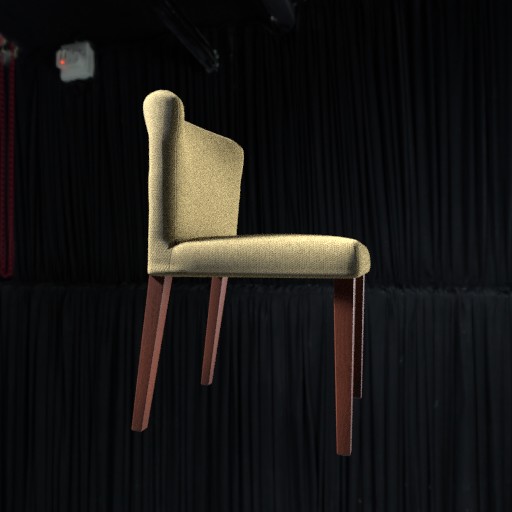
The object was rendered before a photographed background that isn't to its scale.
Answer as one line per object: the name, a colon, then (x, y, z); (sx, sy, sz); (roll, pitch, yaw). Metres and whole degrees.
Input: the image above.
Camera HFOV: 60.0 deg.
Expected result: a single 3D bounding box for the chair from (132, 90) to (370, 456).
chair: (0.000, 0.000, 1.208); (0.589, 0.839, 0.491); (0, -1, 16)
